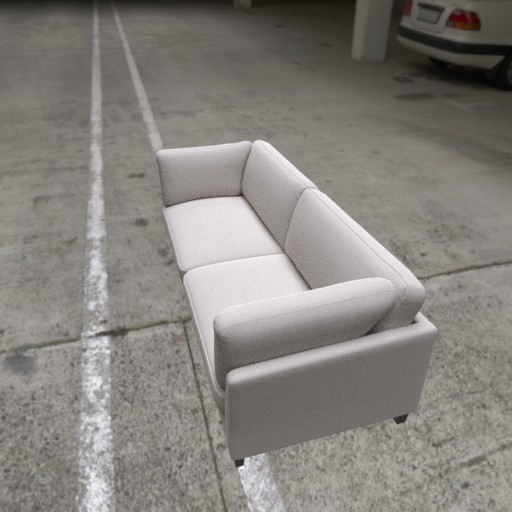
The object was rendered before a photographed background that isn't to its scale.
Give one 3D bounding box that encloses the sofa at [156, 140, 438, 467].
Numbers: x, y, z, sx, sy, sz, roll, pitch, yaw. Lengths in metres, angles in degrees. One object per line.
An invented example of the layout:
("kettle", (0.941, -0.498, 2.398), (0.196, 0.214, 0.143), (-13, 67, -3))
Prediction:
("sofa", (0.000, 0.000, 2.770), (0.957, 0.863, 2.301), (-9, 32, -14))
